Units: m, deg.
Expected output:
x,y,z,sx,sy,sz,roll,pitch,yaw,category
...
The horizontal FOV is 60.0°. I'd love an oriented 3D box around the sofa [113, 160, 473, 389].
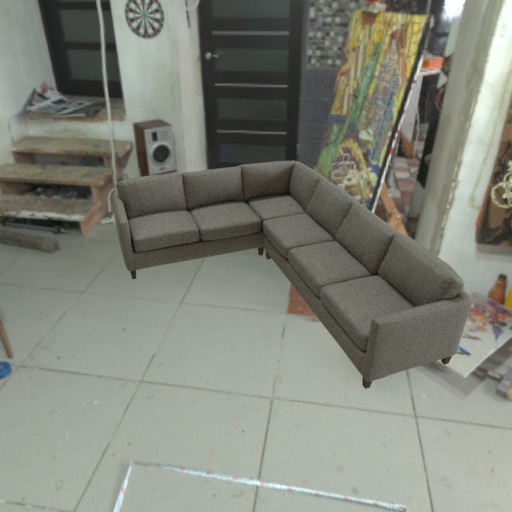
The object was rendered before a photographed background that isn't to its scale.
x,y,z,sx,sy,sz,roll,pitch,yaw,category
0.000,0.000,4.591,2.593,0.947,3.302,-11,32,-17,sofa
